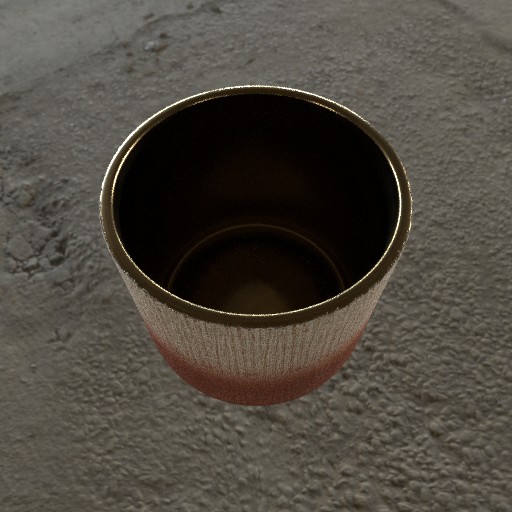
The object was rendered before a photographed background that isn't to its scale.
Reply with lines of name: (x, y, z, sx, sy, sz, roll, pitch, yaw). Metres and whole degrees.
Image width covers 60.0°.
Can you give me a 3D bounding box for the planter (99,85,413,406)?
planter: (0.000, 0.000, 0.449, 0.254, 0.221, 0.254, 0, 58, 0)
